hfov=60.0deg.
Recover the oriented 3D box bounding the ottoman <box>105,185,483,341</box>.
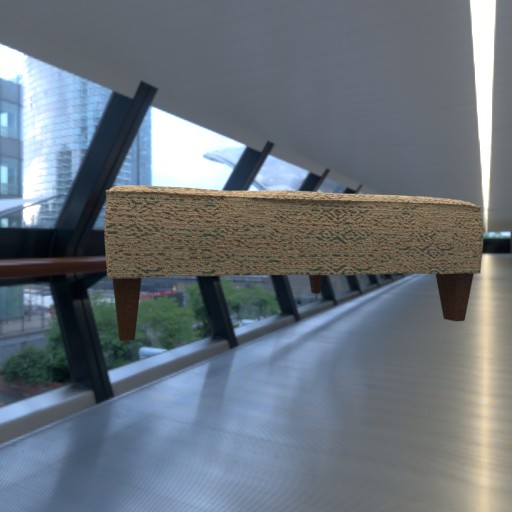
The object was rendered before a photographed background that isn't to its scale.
[{"bbox_3d":[0.000,0.000,1.512,0.968,0.356,1.004,0,0,-18],"label":"ottoman"}]
